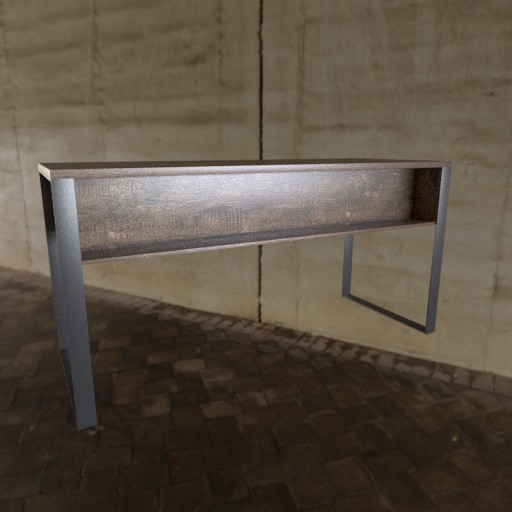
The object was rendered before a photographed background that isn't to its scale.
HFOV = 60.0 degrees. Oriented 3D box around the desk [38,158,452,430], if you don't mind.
[{"bbox_3d":[0.000,0.000,1.835,1.524,0.762,0.599,-7,16,-27],"label":"desk"}]
